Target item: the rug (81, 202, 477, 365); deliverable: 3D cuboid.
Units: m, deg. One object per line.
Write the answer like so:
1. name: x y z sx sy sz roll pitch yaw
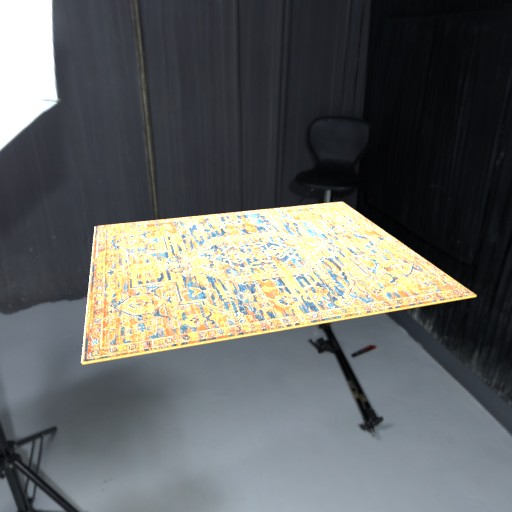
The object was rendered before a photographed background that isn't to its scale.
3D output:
1. rug: 0.000 0.000 4.274 3.040 0.031 2.435 -7 27 -14
